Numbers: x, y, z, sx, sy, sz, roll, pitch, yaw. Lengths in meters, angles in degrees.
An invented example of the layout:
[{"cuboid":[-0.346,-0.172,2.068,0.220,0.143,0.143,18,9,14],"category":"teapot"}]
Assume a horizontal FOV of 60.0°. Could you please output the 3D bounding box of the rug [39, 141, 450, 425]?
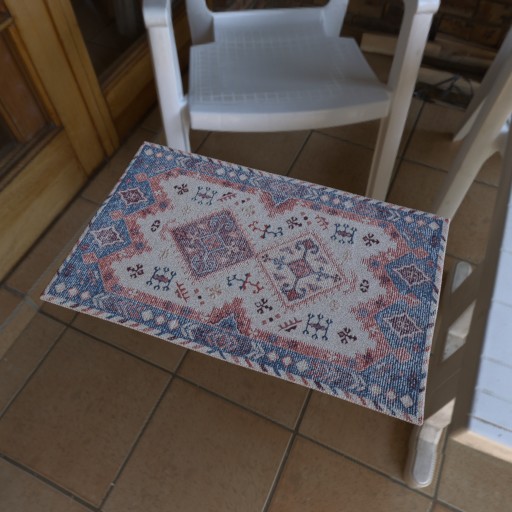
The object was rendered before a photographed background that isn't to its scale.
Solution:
[{"cuboid":[0.000,0.000,3.047,2.464,0.023,1.521,16,59,10],"category":"rug"}]
